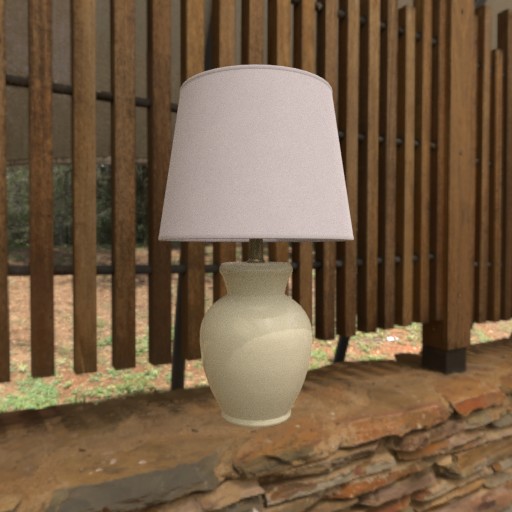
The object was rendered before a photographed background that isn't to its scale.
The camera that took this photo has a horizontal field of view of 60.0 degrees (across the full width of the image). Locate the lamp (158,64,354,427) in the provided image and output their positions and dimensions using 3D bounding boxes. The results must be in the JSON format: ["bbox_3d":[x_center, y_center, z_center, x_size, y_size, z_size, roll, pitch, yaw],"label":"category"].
[{"bbox_3d":[0.000,0.000,0.556,0.239,0.399,0.239,0,1,0],"label":"lamp"}]
